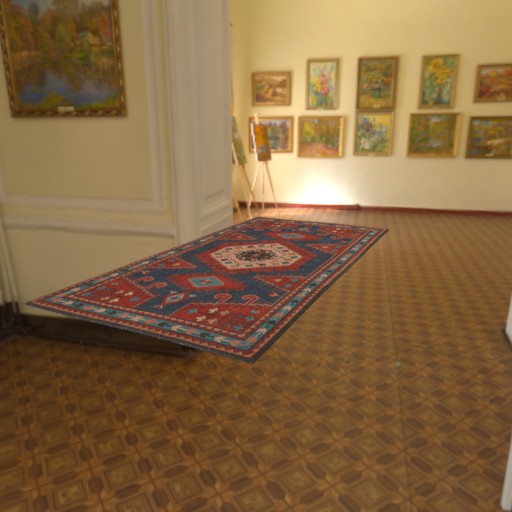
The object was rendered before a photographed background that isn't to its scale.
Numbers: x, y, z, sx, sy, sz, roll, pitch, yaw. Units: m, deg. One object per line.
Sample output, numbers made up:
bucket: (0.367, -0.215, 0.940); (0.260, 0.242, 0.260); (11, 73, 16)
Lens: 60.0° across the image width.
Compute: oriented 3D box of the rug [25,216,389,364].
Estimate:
rug: (0.000, 0.000, 3.578); (1.522, 0.034, 3.032); (8, 18, 26)
